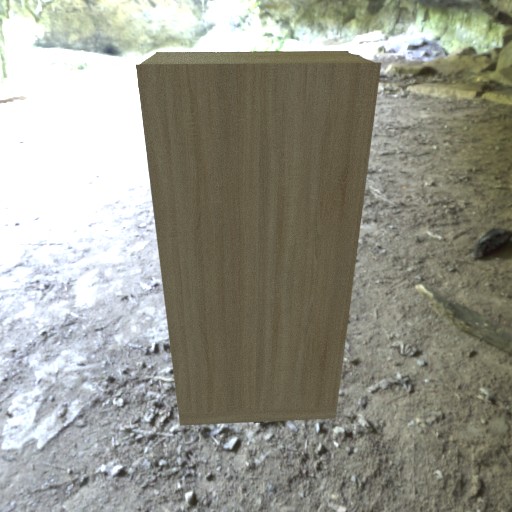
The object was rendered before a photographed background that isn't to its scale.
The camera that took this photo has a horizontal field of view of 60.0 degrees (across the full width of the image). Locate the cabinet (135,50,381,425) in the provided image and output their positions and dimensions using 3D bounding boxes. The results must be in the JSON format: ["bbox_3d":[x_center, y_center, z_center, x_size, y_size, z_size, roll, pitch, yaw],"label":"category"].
[{"bbox_3d":[0.000,0.000,2.570,1.001,2.121,0.590,-2,30,-3],"label":"cabinet"}]
